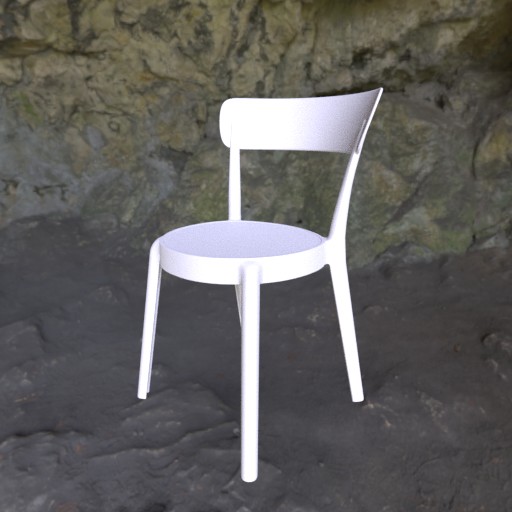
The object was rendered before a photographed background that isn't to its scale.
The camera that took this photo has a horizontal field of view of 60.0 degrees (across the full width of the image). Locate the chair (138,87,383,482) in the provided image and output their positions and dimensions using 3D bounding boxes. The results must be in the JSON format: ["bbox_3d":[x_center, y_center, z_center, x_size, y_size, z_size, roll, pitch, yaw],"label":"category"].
[{"bbox_3d":[0.000,0.000,1.123,0.491,0.790,0.506,-15,22,-43],"label":"chair"}]
